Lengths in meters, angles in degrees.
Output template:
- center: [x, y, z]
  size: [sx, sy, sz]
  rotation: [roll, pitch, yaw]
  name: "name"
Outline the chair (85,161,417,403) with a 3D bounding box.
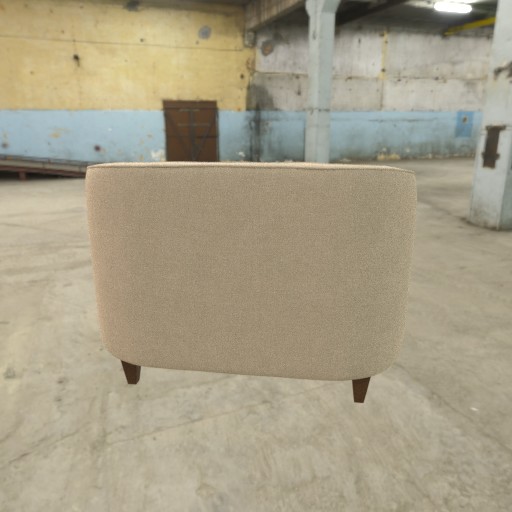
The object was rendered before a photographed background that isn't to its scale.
- center: [0.000, 0.000, 1.760]
  size: [1.118, 0.787, 0.914]
  rotation: [2, 16, 8]
  name: "chair"
